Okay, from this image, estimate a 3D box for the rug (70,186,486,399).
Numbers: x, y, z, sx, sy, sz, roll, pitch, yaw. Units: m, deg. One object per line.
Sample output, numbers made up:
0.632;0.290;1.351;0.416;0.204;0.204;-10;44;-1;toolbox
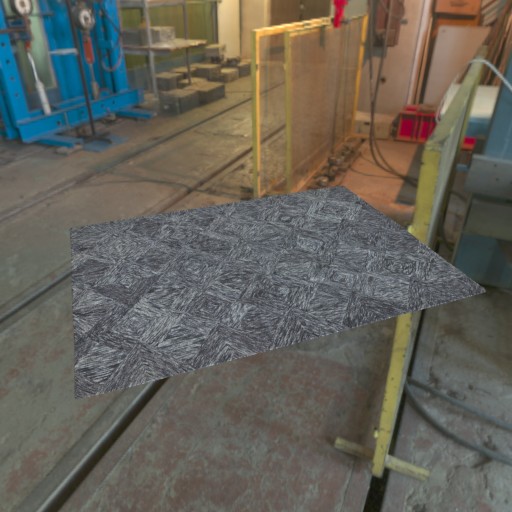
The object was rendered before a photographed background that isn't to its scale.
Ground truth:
0.000;0.000;5.212;4.093;0.020;2.997;-11;34;-17;rug
